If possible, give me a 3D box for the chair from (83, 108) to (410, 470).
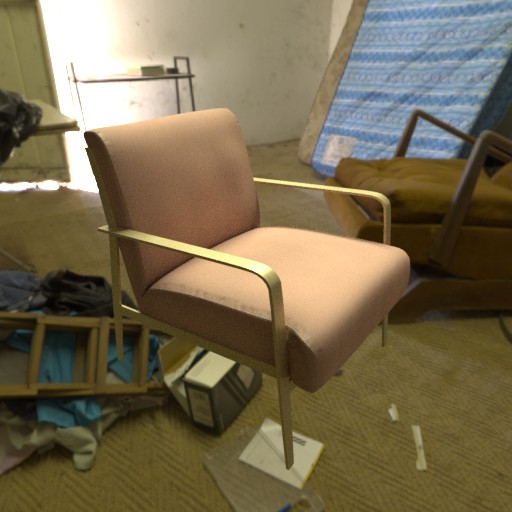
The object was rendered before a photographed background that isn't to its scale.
[{"bbox_3d":[0.000,0.000,1.459,0.848,0.823,0.701,18,31,32],"label":"chair"}]
